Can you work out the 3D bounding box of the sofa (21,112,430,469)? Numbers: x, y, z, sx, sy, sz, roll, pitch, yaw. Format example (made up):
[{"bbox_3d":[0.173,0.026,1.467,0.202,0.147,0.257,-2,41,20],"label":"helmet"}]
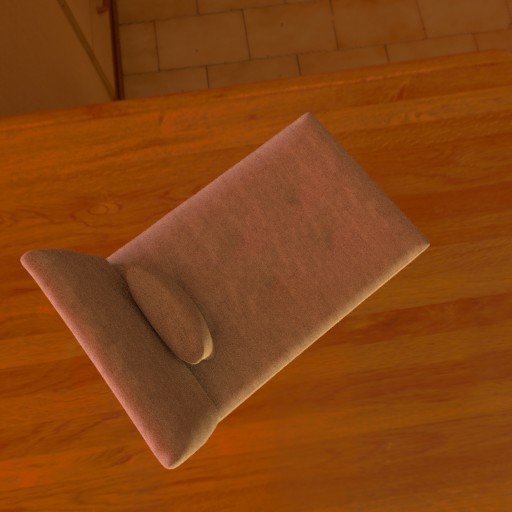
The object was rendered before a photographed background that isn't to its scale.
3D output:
[{"bbox_3d":[0.000,0.000,1.954,1.450,0.820,0.930,-38,80,-8],"label":"sofa"}]
